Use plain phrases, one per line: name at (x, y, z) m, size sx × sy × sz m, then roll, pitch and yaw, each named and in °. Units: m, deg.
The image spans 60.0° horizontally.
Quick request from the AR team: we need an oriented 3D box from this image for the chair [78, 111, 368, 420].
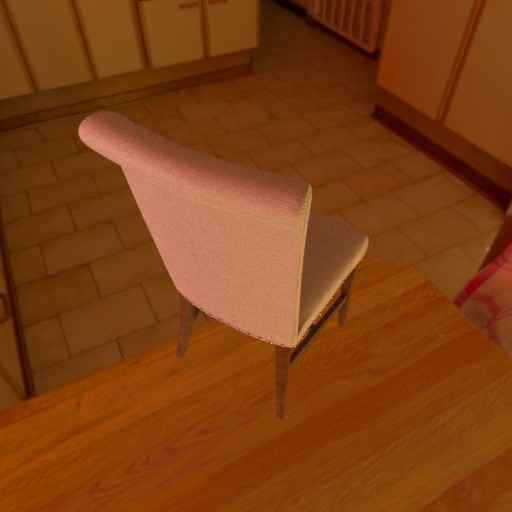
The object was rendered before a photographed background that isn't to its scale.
chair at (0.000, 0.000, 1.301) m, size 0.513 × 0.988 × 0.608 m, roll 24°, pitch 51°, yaw 21°
